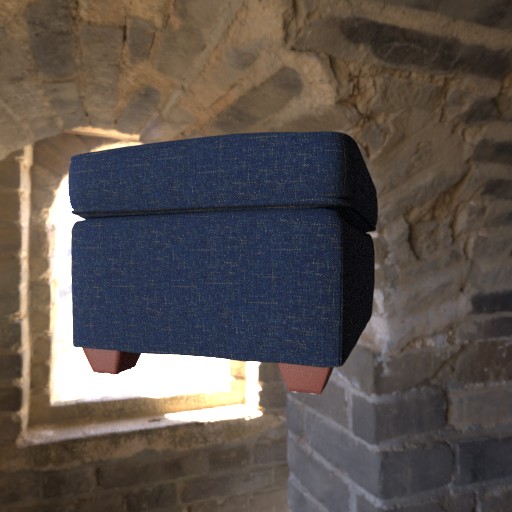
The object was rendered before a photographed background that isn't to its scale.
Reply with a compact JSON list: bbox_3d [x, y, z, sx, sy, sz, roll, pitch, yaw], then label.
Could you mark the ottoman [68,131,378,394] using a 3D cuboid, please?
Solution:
[{"bbox_3d":[0.000,0.000,1.085,0.549,0.450,0.749,0,-1,18],"label":"ottoman"}]
